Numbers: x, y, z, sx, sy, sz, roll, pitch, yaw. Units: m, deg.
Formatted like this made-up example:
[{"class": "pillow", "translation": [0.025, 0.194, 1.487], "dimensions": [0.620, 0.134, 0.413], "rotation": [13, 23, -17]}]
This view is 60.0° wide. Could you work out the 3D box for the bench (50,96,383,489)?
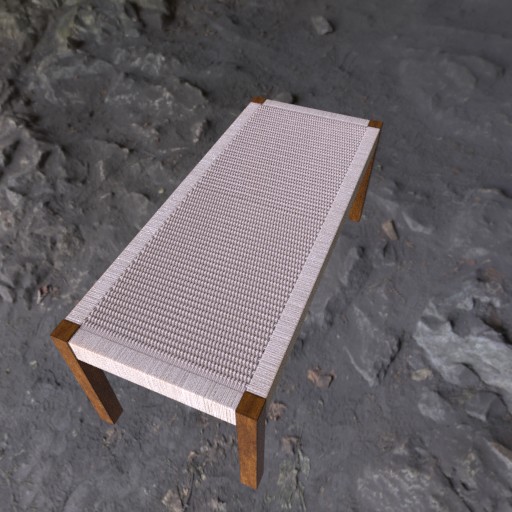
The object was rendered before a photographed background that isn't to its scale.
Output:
[{"class": "bench", "translation": [0.000, 0.000, 1.472], "dimensions": [0.507, 0.457, 1.198], "rotation": [17, 49, 15]}]
